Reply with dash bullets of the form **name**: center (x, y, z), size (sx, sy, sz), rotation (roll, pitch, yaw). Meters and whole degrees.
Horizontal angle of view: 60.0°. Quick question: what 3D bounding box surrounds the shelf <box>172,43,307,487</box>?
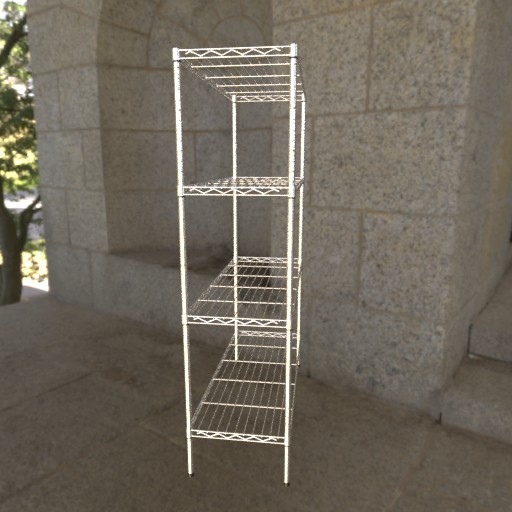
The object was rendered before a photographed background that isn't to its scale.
- **shelf**: center (0.000, 0.000, 1.782), size (0.352, 1.360, 0.907), rotation (2, 12, 8)
